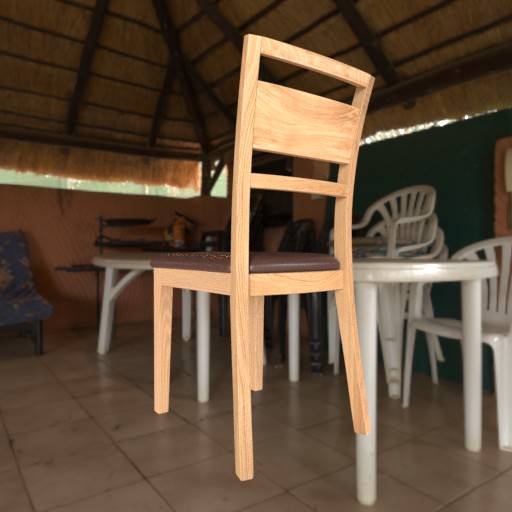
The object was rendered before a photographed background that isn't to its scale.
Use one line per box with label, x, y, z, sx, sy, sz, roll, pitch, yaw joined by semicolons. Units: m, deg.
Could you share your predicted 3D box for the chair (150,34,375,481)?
chair;0.000;0.000;1.237;0.420;0.940;0.545;-1;1;-36
